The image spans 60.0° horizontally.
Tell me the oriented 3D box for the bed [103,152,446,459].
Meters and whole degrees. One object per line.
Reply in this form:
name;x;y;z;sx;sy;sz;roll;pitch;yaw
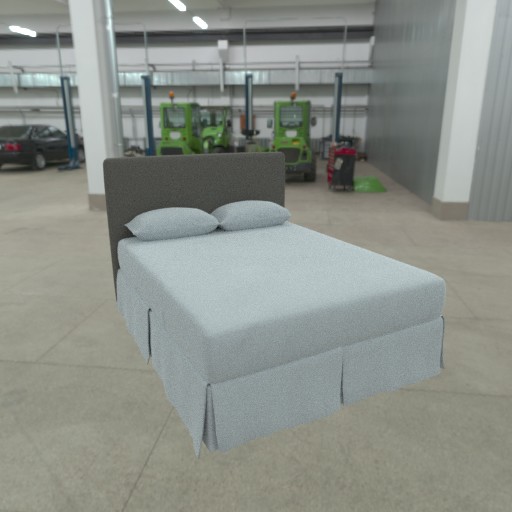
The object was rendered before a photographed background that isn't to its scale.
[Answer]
bed;0.000;0.000;3.233;1.748;1.330;2.142;-9;19;-27
